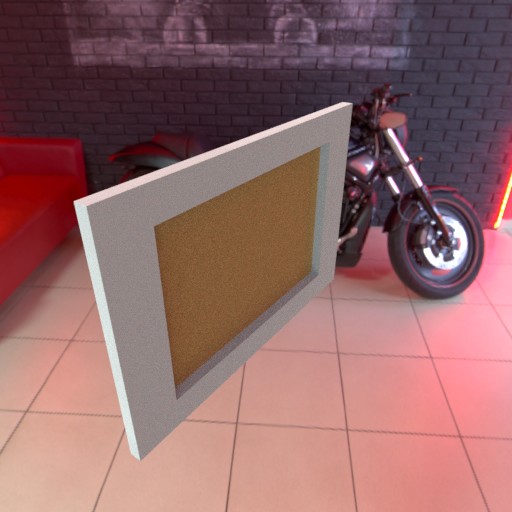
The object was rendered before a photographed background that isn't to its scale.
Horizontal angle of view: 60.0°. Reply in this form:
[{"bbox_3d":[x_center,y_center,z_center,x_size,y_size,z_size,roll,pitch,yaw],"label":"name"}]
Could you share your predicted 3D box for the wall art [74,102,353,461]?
[{"bbox_3d":[0.000,0.000,1.148,0.033,0.617,0.906,21,36,31],"label":"wall art"}]
